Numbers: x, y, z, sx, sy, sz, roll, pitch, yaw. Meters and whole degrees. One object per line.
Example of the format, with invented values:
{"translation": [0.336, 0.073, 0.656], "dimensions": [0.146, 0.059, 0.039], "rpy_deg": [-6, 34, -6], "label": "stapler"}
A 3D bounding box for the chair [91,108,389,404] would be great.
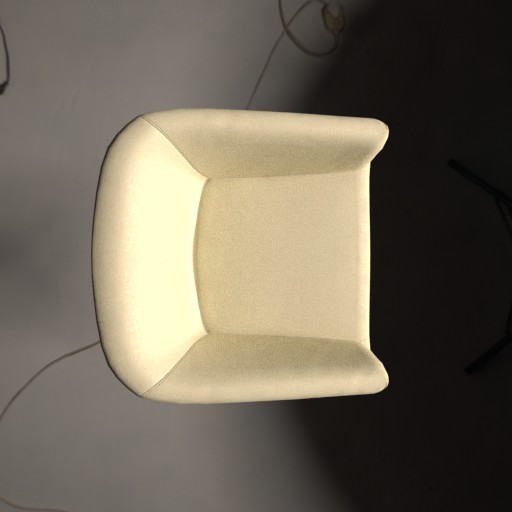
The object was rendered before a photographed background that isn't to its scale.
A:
{"translation": [0.000, 0.000, 1.280], "dimensions": [0.657, 0.822, 0.643], "rpy_deg": [0, 90, 0], "label": "chair"}
